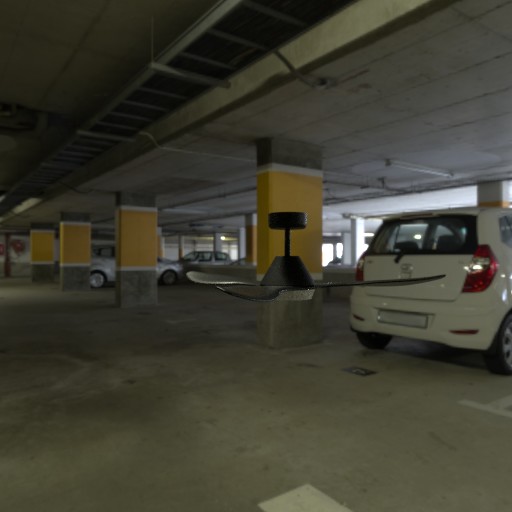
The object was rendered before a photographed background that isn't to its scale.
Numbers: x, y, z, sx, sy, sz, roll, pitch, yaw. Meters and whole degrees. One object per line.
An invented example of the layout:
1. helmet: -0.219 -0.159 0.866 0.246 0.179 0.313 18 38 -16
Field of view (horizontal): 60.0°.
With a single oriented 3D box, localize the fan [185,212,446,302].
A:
1. fan: 0.000 0.000 1.607 1.067 0.305 1.067 0 0 36
